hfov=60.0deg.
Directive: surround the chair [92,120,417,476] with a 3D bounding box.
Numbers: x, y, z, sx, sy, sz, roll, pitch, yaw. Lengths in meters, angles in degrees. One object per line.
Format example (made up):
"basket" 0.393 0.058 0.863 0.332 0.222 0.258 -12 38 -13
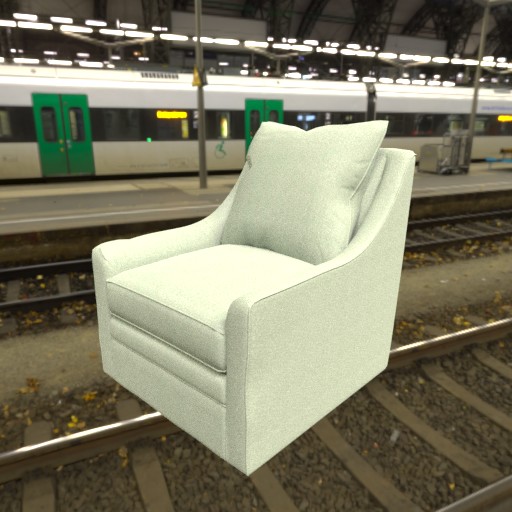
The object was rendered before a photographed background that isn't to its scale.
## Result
"chair" 0.000 0.000 1.575 0.760 0.926 0.870 15 22 41
